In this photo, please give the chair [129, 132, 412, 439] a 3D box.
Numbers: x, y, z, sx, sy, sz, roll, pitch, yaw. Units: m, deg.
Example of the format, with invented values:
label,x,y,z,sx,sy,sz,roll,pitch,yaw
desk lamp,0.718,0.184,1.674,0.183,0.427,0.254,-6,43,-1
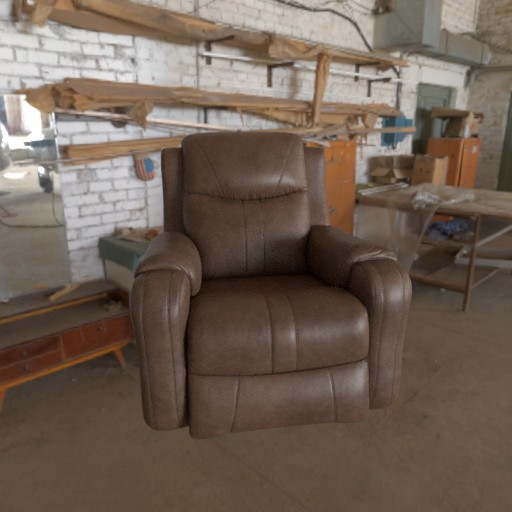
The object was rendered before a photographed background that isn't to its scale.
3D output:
label,x,y,z,sx,sy,sz,roll,pitch,yaw
chair,0.000,0.000,1.849,0.940,0.990,1.067,-3,16,-9
